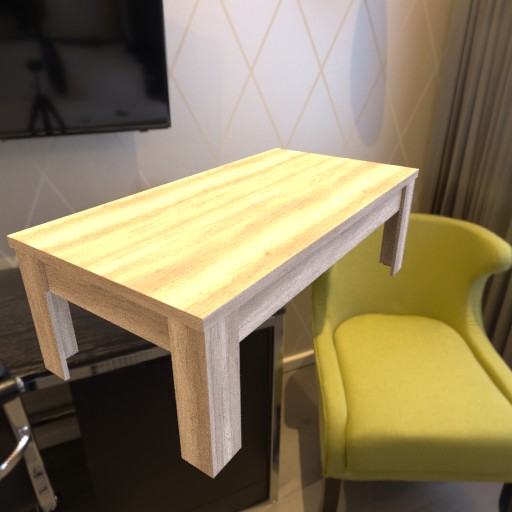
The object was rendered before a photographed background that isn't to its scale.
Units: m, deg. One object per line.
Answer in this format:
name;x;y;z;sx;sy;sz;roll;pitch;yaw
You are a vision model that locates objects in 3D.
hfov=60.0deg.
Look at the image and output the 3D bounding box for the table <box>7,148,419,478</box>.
table;0.000;0.000;1.615;0.700;0.460;1.350;17;30;31
